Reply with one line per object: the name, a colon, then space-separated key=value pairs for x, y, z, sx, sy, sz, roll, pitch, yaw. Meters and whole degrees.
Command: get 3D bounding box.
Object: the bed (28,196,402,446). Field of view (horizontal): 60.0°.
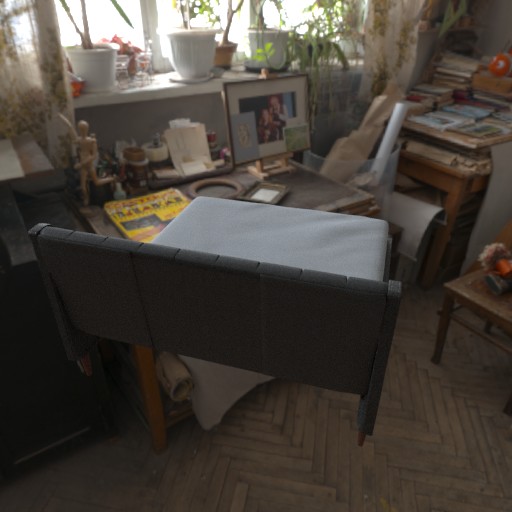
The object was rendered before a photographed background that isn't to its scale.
bed: x=0.000 y=0.000 z=3.204 sx=1.903 sy=1.158 sz=2.031 roll=9 pitch=33 yaw=15
